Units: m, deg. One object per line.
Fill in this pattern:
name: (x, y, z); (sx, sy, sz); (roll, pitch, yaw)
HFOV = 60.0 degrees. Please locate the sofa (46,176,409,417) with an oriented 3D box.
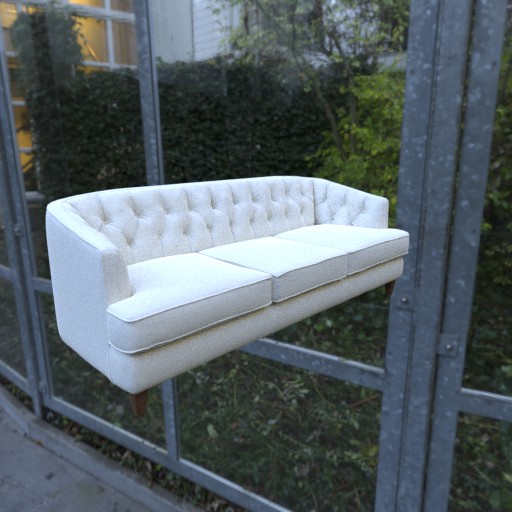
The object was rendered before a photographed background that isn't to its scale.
sofa: (0.000, 0.000, 2.716); (0.941, 0.855, 2.278); (14, 20, 43)
